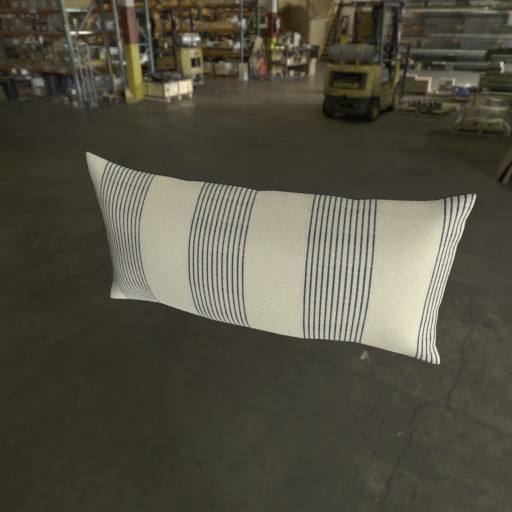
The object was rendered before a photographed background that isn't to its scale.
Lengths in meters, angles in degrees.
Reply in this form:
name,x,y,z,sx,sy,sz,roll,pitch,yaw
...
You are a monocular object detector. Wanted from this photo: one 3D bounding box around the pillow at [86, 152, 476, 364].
name,x,y,z,sx,sy,sz,roll,pitch,yaw
pillow,0.000,0.000,0.720,0.610,0.287,0.151,9,29,17
